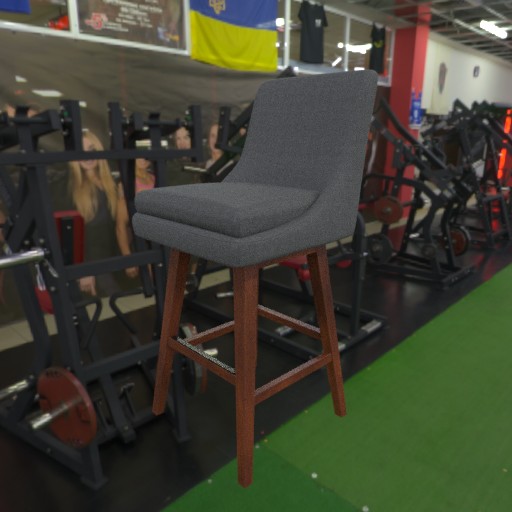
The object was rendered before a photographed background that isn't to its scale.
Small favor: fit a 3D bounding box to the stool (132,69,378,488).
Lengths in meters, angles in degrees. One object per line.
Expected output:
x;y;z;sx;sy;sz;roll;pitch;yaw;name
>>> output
0.000;0.000;1.235;0.524;0.977;0.447;-15;22;-42;stool
